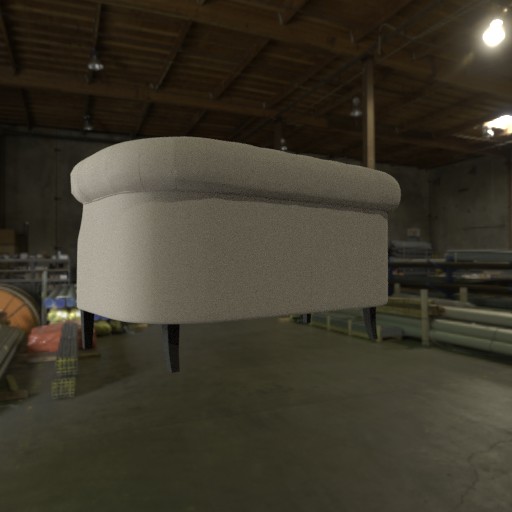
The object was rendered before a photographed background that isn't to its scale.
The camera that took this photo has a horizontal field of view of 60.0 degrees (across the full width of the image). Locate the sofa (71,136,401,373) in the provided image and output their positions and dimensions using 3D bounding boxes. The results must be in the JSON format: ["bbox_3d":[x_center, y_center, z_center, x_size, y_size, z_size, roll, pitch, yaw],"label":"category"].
[{"bbox_3d":[0.000,0.000,2.098,1.558,0.827,0.835,0,-1,-37],"label":"sofa"}]
